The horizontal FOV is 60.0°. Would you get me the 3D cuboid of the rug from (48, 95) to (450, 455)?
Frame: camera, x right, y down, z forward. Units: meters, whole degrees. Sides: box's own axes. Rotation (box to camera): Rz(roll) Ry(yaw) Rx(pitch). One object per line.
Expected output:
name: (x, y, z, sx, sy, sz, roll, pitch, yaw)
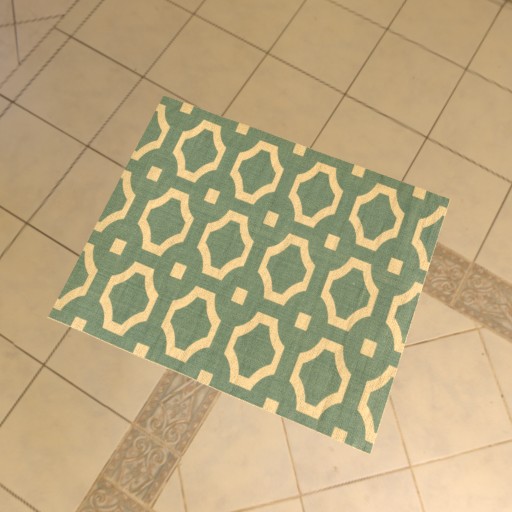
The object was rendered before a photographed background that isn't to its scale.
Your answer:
rug: (0.000, 0.000, 4.124, 3.049, 0.021, 2.466, 21, 76, 5)
